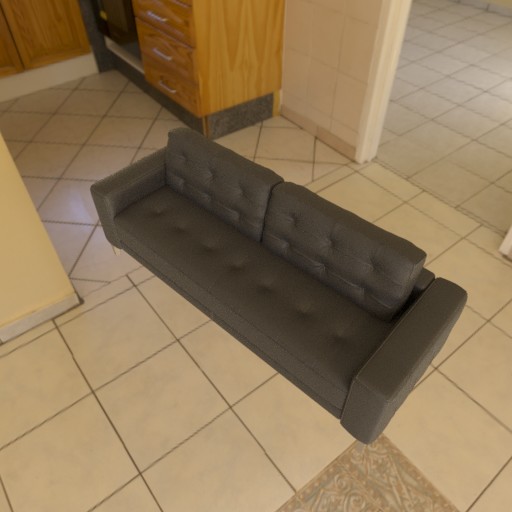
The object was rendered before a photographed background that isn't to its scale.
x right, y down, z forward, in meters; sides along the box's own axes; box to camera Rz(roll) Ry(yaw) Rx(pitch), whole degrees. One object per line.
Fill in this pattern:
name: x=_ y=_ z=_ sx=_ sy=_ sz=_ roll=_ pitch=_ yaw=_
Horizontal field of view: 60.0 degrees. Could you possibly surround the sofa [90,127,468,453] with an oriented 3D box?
sofa: x=0.000 y=0.000 z=2.730 sx=2.275 sy=0.893 sz=0.833 roll=33 pitch=54 yaw=28
